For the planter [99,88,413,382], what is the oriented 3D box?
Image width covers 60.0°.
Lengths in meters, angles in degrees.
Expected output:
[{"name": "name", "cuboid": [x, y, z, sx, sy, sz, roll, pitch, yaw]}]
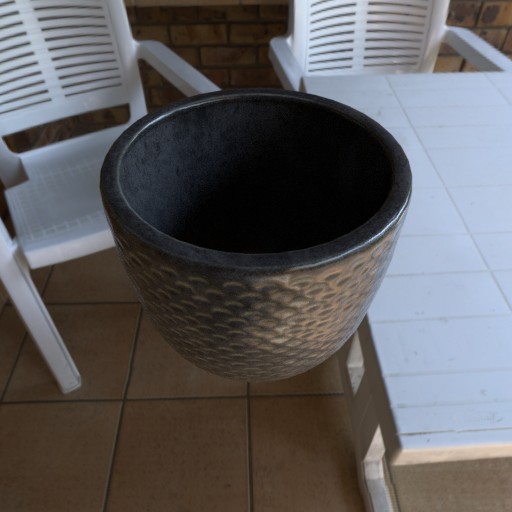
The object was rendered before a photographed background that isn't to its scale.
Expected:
[{"name": "planter", "cuboid": [0.000, 0.000, 0.303, 0.172, 0.160, 0.172, 0, 46, 0]}]
